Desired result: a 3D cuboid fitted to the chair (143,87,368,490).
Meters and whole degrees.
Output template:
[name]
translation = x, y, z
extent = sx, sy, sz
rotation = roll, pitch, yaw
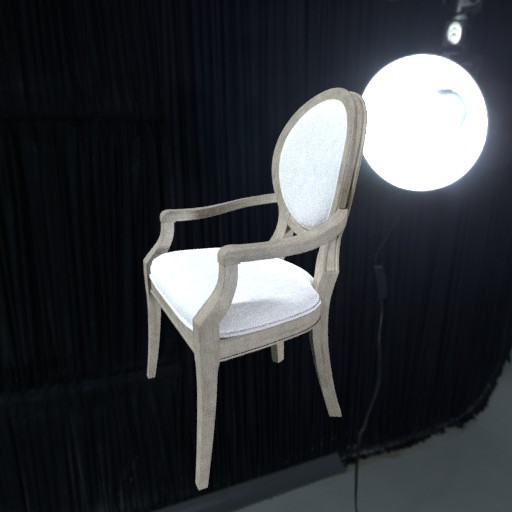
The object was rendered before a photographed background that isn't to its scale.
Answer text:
[chair]
translation = 0.000, 0.000, 1.362
extent = 0.602, 0.991, 0.611
rotation = -7, 17, -24
